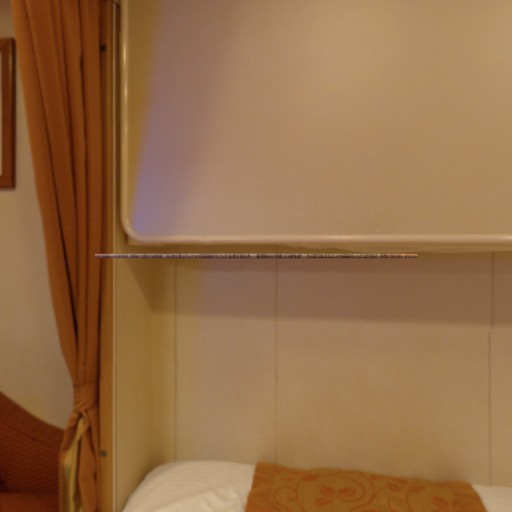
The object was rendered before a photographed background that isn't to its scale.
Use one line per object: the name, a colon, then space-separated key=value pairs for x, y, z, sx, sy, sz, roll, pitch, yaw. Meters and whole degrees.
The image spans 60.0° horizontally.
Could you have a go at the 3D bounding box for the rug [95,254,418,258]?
rug: x=0.000 y=0.000 z=2.208 sx=1.514 sy=0.015 sz=1.514 roll=0 pitch=0 yaw=0
